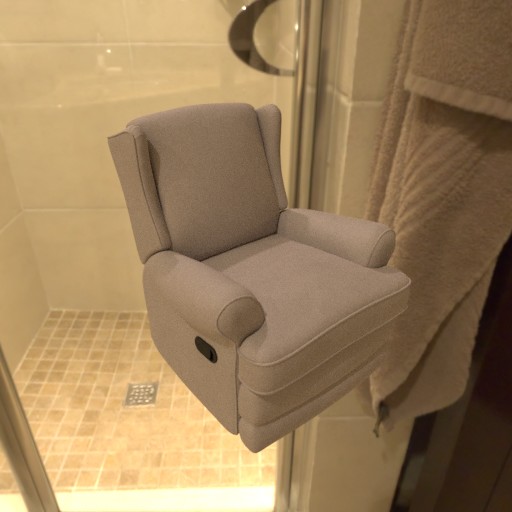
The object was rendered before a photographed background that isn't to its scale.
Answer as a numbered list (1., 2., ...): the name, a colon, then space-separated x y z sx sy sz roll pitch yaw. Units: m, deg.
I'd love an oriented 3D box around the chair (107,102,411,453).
1. chair: 0.000 0.000 1.711 0.847 1.011 0.969 -22 36 -34
